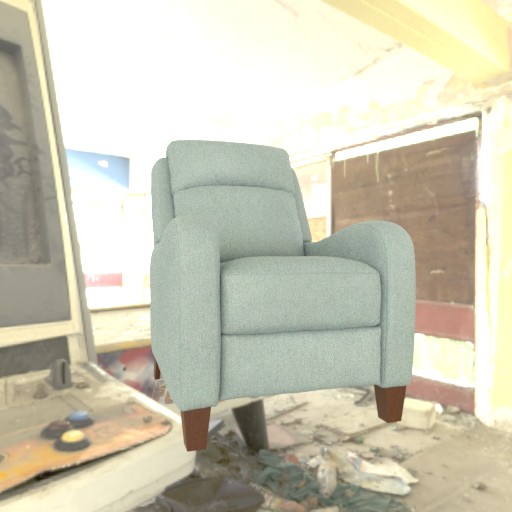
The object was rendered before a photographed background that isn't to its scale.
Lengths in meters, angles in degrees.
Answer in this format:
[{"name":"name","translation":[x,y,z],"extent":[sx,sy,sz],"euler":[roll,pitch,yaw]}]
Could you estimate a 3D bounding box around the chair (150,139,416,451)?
[{"name":"chair","translation":[0.000,0.000,1.745],"extent":[0.785,1.067,0.988],"euler":[0,1,-18]}]
